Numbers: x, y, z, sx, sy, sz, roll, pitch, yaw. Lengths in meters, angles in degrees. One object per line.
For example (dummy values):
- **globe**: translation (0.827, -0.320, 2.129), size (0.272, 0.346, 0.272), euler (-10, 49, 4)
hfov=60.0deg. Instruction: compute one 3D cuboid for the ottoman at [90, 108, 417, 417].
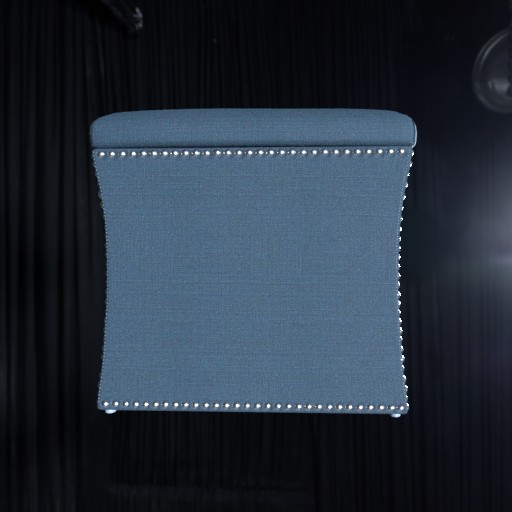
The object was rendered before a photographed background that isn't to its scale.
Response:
- **ottoman**: translation (0.000, 0.000, 0.886), size (0.497, 0.475, 0.507), euler (0, 1, 2)
